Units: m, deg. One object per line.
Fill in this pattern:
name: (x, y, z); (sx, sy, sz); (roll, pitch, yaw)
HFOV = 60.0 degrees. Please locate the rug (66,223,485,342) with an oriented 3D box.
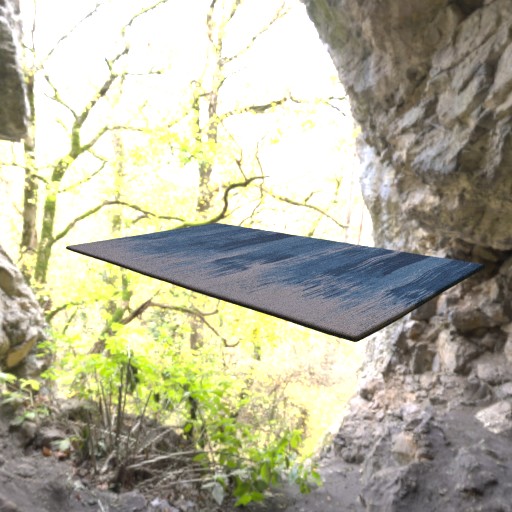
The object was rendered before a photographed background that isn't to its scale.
rug: (0.000, 0.000, 2.992); (2.450, 0.027, 1.540); (12, 18, 42)
